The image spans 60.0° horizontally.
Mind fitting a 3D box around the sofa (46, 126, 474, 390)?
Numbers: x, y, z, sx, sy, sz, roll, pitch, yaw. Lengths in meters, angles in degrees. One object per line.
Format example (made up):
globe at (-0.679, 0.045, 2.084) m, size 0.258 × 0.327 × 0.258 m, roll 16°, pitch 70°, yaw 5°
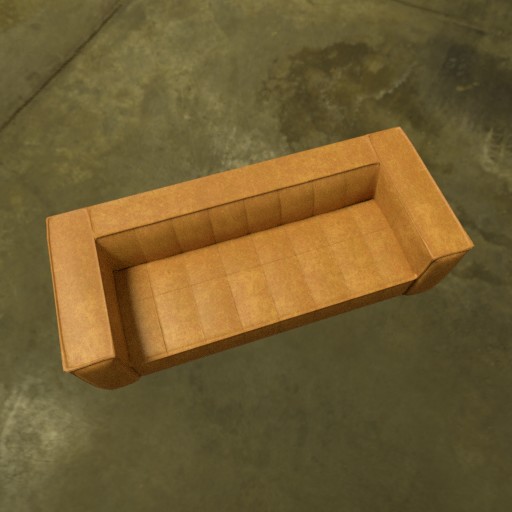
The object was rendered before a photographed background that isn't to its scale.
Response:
sofa at (0.000, 0.000, 3.112) m, size 2.581 × 0.701 × 1.102 m, roll -16°, pitch 65°, yaw -8°
